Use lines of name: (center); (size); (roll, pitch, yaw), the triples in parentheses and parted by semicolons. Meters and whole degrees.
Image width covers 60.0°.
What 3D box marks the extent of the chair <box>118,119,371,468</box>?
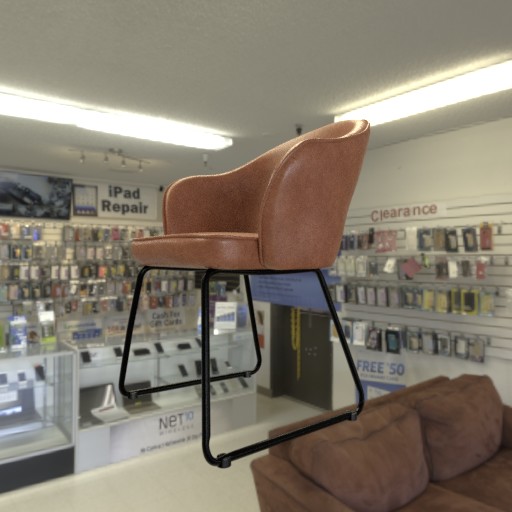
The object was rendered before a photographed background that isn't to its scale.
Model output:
chair: (0.000, 0.000, 1.170); (0.580, 0.785, 0.582); (0, 0, -36)
